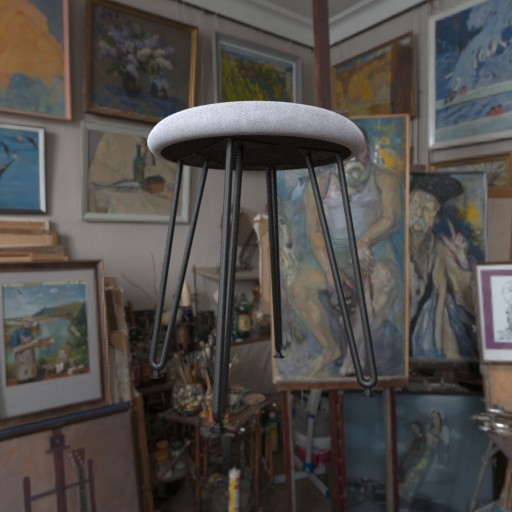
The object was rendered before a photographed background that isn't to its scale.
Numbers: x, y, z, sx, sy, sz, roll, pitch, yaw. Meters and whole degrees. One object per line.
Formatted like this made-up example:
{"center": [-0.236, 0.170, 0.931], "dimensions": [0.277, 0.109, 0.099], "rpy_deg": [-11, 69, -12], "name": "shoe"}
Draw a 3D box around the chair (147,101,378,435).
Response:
{"center": [0.000, 0.000, 0.654], "dimensions": [0.350, 0.386, 0.350], "rpy_deg": [1, 2, 15], "name": "chair"}
